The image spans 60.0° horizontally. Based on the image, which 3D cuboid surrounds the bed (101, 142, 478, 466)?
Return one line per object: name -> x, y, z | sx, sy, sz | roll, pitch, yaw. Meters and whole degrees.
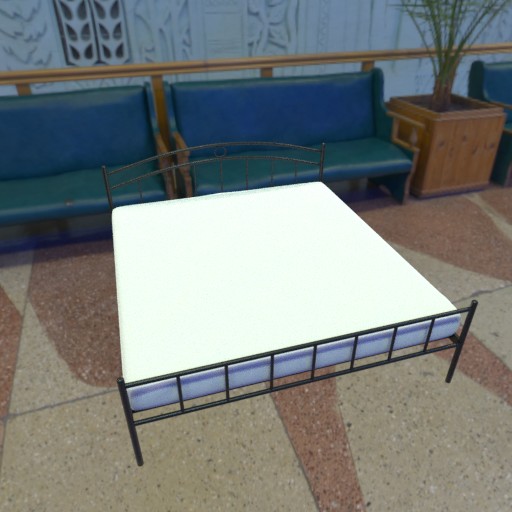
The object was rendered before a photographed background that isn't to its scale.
bed -> 0.000, 0.000, 3.044 | 1.880, 0.940, 2.040 | -9, 34, -14
